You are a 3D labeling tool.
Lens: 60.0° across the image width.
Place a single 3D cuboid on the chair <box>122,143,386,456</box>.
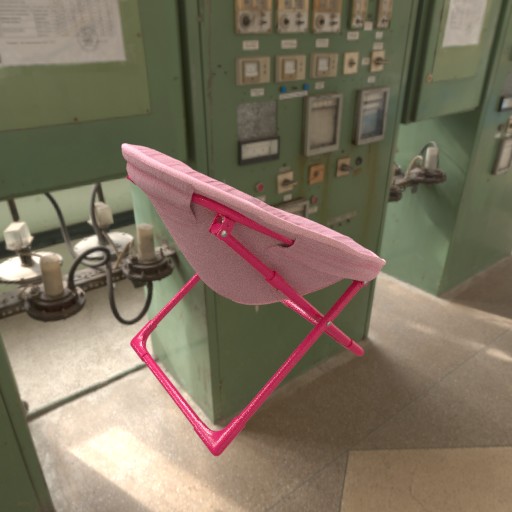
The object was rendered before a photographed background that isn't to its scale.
[{"bbox_3d":[0.000,0.000,0.900,0.459,0.494,0.522,-19,33,-32],"label":"chair"}]
